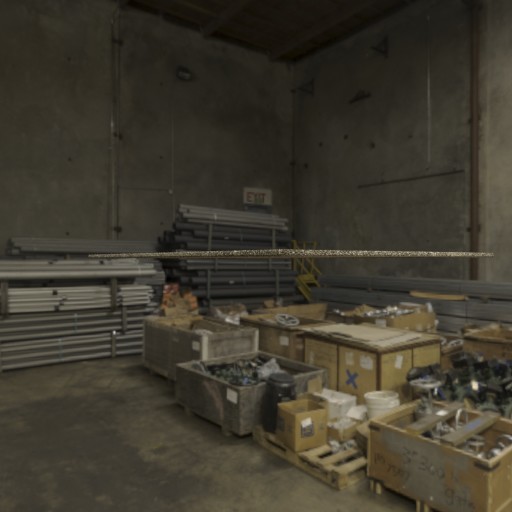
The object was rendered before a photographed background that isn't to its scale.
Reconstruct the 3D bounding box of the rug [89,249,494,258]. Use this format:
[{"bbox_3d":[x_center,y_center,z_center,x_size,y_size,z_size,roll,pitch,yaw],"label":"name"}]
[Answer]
[{"bbox_3d":[0.000,0.000,2.913,1.502,0.025,2.350,0,-1,-36],"label":"rug"}]
